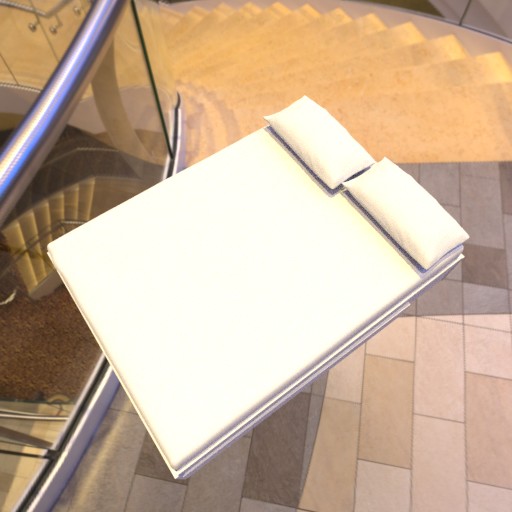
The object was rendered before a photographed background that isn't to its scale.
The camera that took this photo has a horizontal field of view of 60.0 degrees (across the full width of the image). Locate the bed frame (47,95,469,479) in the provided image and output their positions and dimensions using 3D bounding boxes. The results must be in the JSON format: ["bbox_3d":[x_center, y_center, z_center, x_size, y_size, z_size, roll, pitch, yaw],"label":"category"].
[{"bbox_3d":[0.000,0.000,2.569,1.950,0.629,1.450,-33,67,-15],"label":"bed frame"}]
